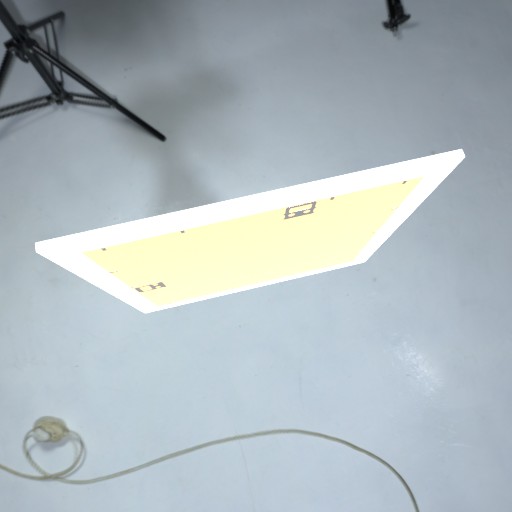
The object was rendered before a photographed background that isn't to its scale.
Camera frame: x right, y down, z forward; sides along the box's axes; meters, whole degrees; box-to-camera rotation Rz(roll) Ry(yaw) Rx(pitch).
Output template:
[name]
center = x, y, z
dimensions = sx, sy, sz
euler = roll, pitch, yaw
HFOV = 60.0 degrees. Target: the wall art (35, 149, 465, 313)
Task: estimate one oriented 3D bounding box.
[wall art]
center = 0.000, 0.000, 0.869
dimensions = 0.584, 0.584, 0.013
euler = -13, 75, -3
